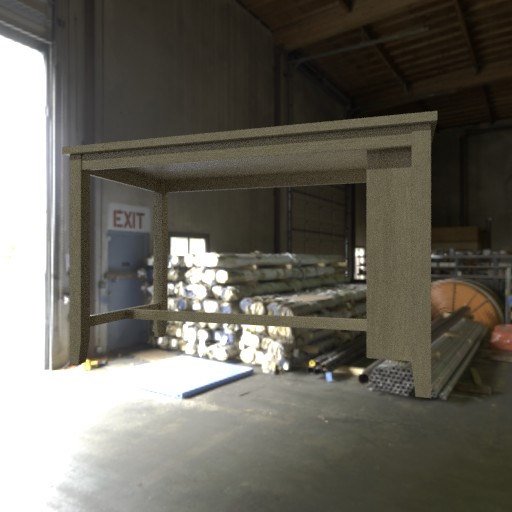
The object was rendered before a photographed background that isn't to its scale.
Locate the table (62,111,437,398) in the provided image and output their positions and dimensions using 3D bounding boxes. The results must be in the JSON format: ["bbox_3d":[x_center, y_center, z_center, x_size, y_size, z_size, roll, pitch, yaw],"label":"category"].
[{"bbox_3d":[0.000,0.000,1.904,1.397,0.874,0.729,0,0,18],"label":"table"}]
